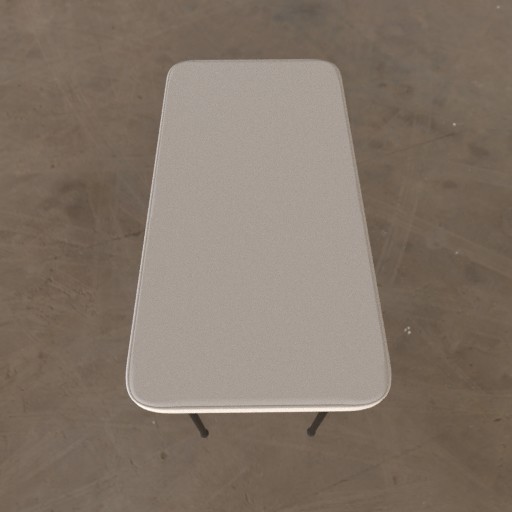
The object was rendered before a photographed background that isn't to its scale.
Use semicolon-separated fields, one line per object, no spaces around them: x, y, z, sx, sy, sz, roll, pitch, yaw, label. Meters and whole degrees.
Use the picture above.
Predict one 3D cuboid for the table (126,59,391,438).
0.000;0.000;1.596;0.610;0.729;1.219;-1;59;0;table
